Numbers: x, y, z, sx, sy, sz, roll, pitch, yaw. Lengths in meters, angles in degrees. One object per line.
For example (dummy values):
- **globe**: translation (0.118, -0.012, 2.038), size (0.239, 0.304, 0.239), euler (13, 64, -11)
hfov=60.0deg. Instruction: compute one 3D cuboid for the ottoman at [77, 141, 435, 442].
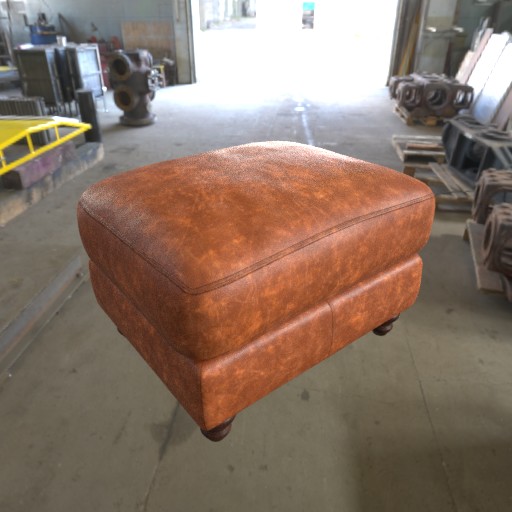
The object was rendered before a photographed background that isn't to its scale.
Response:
- **ottoman**: translation (0.000, 0.000, 1.289), size (0.832, 0.562, 0.657), euler (-21, 36, -33)
